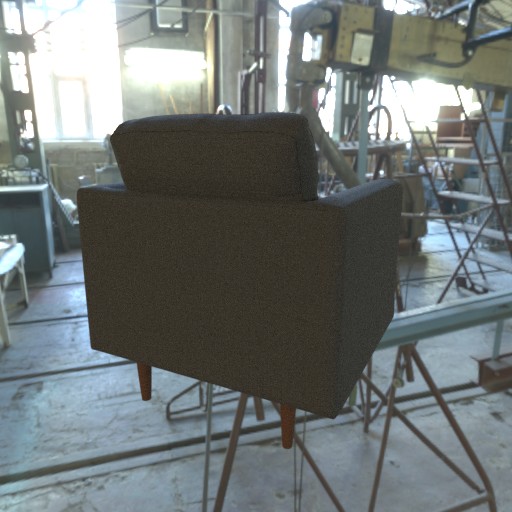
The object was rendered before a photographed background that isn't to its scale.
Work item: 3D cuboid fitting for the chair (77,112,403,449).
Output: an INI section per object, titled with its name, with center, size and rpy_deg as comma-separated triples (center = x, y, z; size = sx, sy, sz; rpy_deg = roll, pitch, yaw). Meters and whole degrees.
[chair]
center = 0.000, 0.000, 1.550
size = 0.854, 0.927, 0.800
rpy_deg = 8, 17, 26
